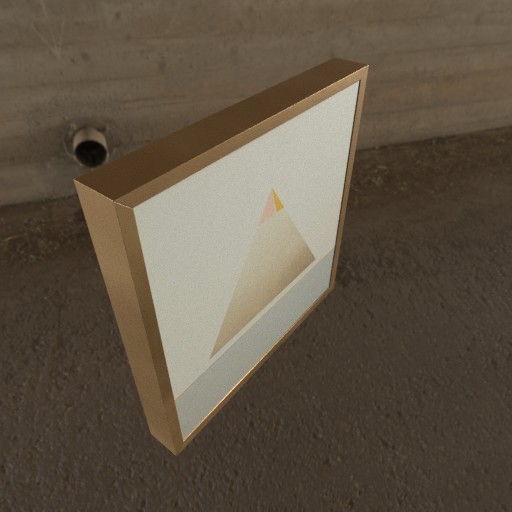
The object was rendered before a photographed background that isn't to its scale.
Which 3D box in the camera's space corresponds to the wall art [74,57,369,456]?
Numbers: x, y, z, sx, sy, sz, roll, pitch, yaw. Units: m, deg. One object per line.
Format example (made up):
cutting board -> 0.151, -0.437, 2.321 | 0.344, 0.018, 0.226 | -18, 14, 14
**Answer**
wall art -> 0.000, 0.000, 0.446 | 0.038, 0.303, 0.305 | 27, 47, 28
